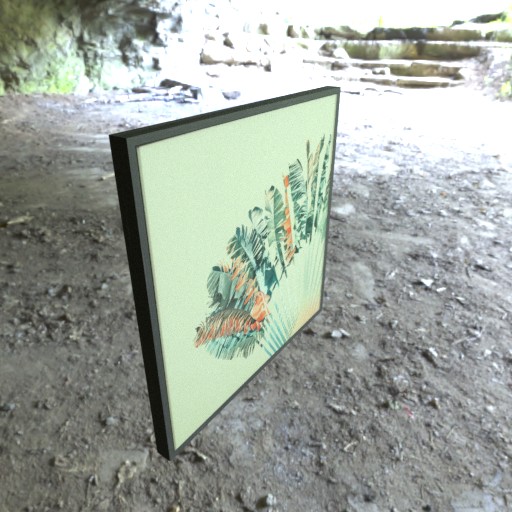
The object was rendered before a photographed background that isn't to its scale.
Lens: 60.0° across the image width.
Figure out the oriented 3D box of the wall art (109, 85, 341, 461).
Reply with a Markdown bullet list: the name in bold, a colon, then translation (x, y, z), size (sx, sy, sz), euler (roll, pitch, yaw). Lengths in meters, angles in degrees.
- **wall art**: translation (0.000, 0.000, 1.157), size (0.043, 0.758, 0.762), euler (18, 33, 31)
